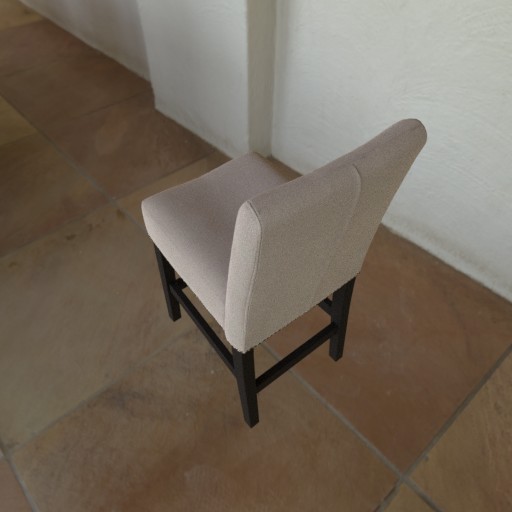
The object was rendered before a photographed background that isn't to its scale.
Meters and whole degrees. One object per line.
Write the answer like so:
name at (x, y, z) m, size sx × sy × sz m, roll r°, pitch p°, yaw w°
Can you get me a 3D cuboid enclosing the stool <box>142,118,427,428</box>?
stool at (0.000, 0.000, 1.199) m, size 0.427 × 0.885 × 0.571 m, roll -31°, pitch 54°, yaw -25°
